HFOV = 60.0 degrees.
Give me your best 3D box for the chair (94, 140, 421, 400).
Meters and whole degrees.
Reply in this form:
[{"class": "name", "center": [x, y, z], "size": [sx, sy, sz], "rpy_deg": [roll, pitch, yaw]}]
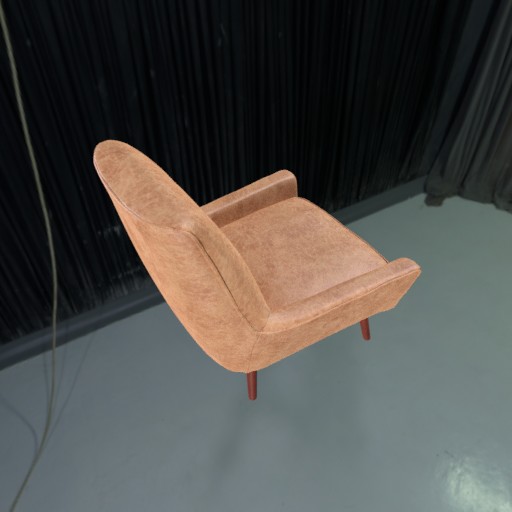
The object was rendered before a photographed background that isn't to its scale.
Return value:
[{"class": "chair", "center": [0.000, 0.000, 1.524], "size": [0.851, 0.883, 0.753], "rpy_deg": [-24, 47, -24]}]
